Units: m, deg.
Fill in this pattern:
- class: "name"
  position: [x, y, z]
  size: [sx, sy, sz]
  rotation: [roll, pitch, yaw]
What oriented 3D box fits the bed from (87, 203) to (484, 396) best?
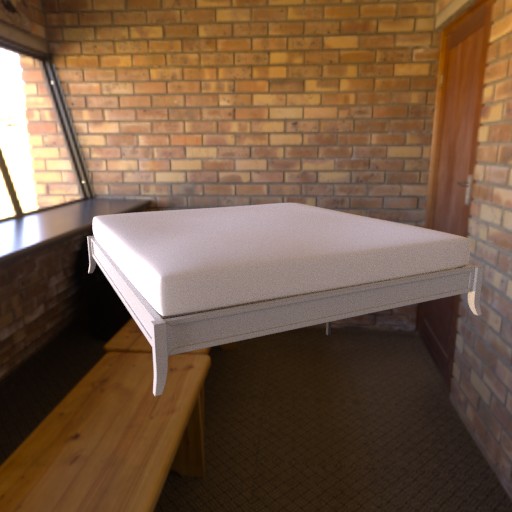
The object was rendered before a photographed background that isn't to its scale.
- class: "bed"
  position: [0.000, 0.000, 3.103]
  size: [2.007, 0.510, 2.108]
  rotation: [-7, 15, -26]
